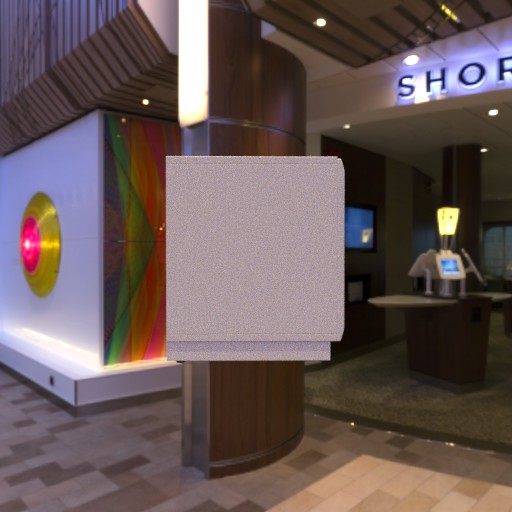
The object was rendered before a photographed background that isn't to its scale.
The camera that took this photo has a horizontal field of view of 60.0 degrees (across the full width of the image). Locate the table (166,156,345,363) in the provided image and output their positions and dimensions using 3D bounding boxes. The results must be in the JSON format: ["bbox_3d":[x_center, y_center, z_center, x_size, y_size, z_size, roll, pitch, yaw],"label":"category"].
[{"bbox_3d":[0.000,0.000,1.715,0.400,0.440,1.550,0,1,-1],"label":"table"}]
